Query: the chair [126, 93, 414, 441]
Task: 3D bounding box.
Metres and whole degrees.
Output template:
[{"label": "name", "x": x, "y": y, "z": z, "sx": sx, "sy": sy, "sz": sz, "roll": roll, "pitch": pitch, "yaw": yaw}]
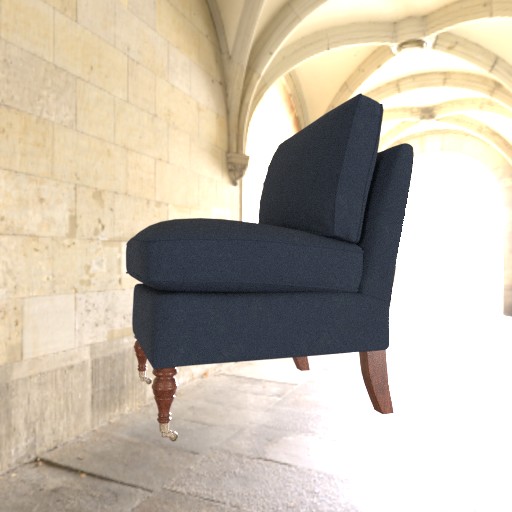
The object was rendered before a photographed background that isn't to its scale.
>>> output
[{"label": "chair", "x": 0.000, "y": 0.000, "z": 1.666, "sx": 0.912, "sy": 1.052, "sz": 0.724, "roll": 0, "pitch": -1, "yaw": -20}]
